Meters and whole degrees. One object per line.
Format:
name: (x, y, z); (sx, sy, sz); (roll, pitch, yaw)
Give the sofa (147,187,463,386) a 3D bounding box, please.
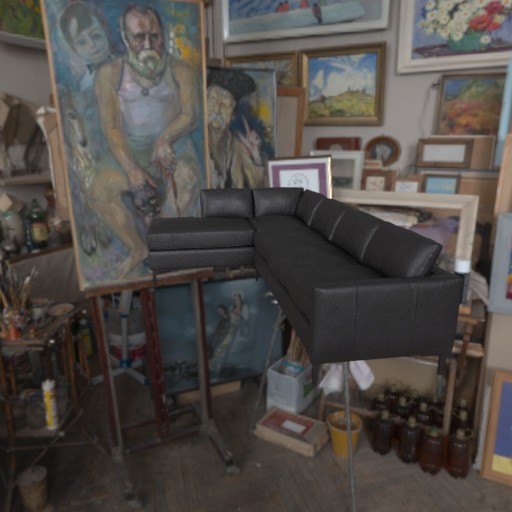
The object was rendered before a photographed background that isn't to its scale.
sofa: (0.000, 0.000, 3.873); (1.938, 0.877, 2.984); (-3, 15, -10)
